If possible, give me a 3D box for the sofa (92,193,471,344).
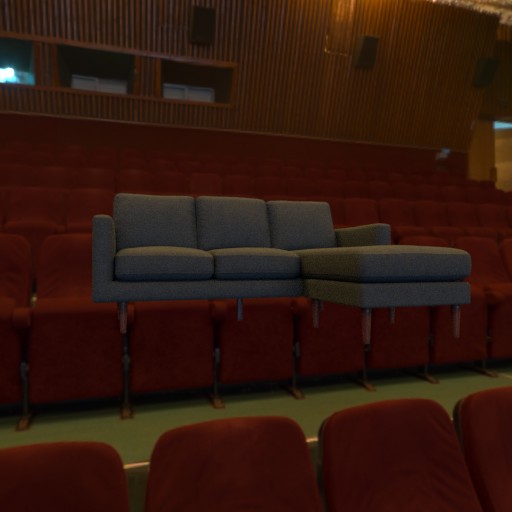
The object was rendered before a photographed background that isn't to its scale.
[{"bbox_3d":[0.000,0.000,2.960,2.055,0.957,1.667,0,-1,-19],"label":"sofa"}]
